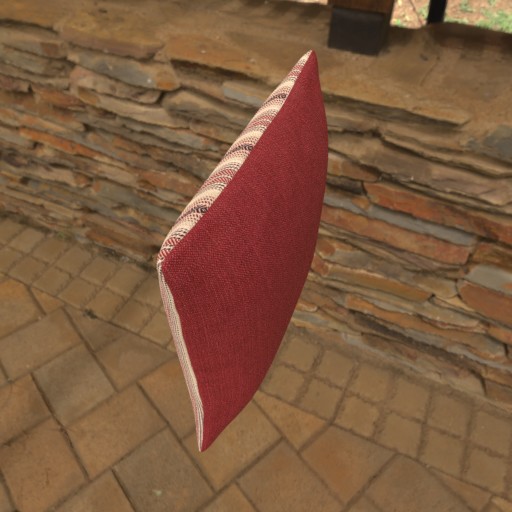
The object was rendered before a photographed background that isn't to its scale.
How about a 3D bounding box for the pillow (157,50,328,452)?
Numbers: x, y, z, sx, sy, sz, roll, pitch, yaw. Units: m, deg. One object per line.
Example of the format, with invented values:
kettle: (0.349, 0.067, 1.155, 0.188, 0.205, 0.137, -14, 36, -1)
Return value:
pillow: (0.000, 0.000, 0.748, 0.166, 0.497, 0.513, 16, 49, 14)
